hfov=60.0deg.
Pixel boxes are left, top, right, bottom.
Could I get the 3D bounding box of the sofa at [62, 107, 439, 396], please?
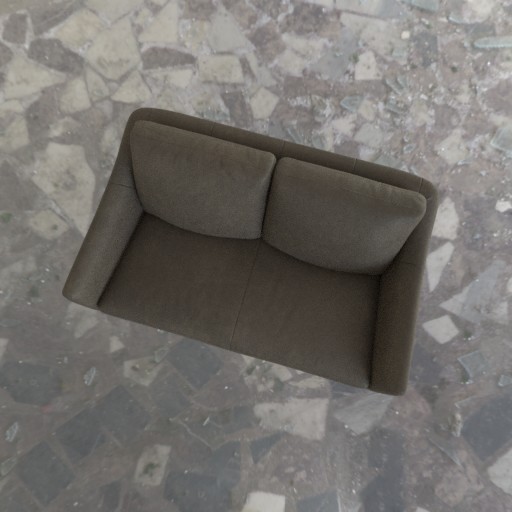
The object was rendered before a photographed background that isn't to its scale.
[{"bbox_3d":[0.000,0.000,2.224,1.619,0.902,0.960,16,76,4],"label":"sofa"}]
